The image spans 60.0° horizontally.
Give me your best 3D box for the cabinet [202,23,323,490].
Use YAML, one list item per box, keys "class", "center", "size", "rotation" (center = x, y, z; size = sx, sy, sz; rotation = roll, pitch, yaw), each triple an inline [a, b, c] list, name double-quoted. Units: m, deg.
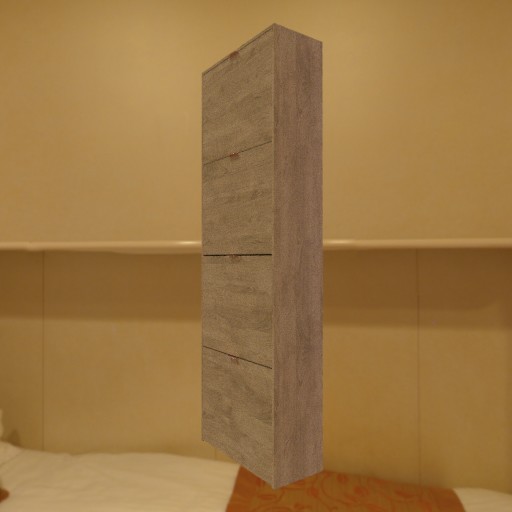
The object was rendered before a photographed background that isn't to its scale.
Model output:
- class: "cabinet"
  center: [0.000, 0.000, 1.821]
  size: [0.250, 1.630, 0.520]
  rotation: [0, 0, -36]
